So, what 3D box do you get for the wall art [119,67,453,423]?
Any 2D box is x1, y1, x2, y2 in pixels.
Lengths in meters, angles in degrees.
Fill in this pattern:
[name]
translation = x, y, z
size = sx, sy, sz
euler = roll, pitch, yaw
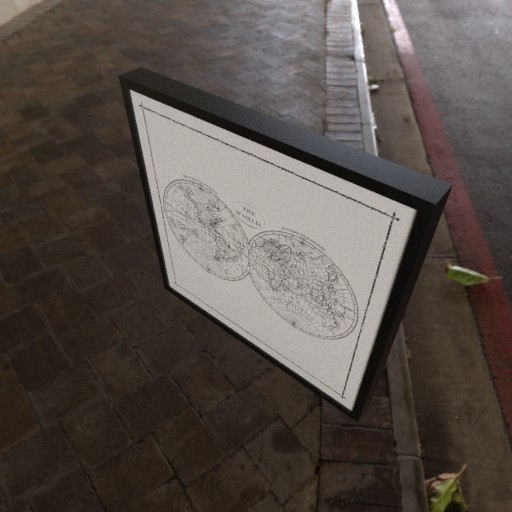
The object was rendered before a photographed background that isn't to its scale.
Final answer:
[wall art]
translation = 0.000, 0.000, 0.483
size = 0.327, 0.318, 0.029
euler = 30, 52, 27
